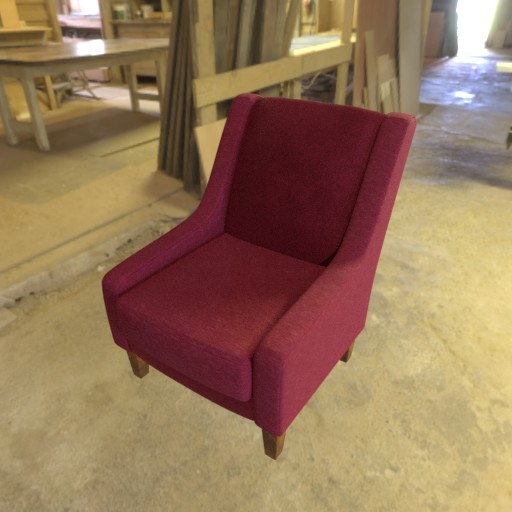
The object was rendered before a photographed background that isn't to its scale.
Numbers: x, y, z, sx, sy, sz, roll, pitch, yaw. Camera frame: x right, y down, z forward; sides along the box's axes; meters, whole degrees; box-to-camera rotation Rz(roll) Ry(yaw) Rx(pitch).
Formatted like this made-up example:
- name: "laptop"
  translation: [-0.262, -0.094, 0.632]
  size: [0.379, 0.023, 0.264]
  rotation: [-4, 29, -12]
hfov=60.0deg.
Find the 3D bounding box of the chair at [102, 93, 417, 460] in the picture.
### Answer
- name: "chair"
  translation: [0.000, 0.000, 1.719]
  size: [0.793, 1.017, 0.985]
  rotation: [19, 35, 30]
